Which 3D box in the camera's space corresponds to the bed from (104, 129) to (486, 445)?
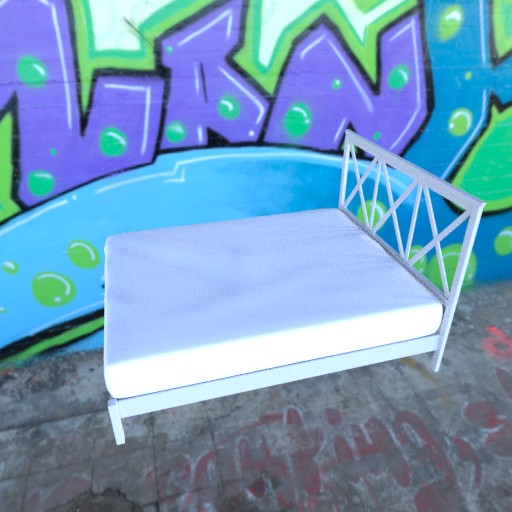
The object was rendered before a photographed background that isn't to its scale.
[{"bbox_3d":[0.000,0.000,3.167,2.135,1.253,1.673,-8,31,-14],"label":"bed"}]
